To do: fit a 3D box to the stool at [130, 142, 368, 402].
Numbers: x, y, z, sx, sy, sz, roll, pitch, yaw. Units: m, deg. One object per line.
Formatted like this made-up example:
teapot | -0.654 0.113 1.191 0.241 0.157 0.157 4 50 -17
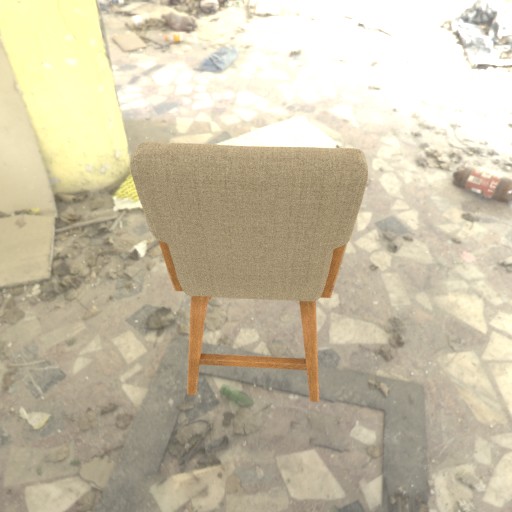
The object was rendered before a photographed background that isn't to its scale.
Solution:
stool | 0.000 0.000 1.314 0.459 1.010 0.526 2 46 2
